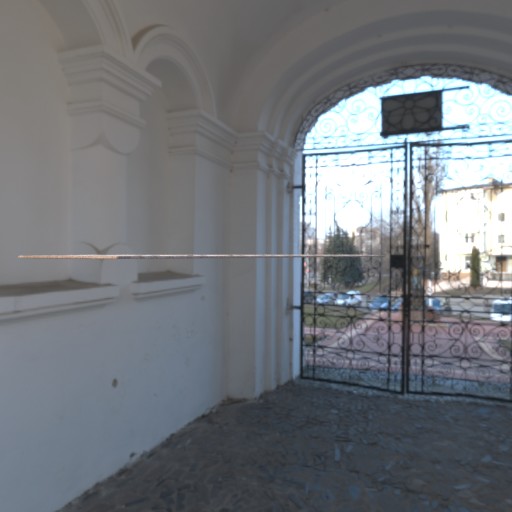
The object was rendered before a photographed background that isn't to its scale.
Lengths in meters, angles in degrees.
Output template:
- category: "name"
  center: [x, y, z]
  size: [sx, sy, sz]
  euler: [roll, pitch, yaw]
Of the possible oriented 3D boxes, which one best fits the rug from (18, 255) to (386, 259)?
- category: "rug"
  center: [0.000, 0.000, 2.633]
  size: [0.685, 0.013, 2.437]
  euler: [0, 0, 37]
